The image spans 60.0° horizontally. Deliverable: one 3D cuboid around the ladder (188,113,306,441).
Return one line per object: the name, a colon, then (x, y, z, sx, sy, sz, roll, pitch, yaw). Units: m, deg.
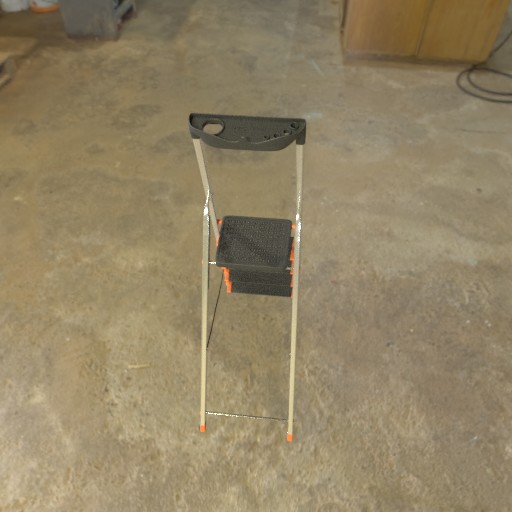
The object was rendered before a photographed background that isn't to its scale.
ladder: (0.000, 0.000, 2.035, 0.480, 1.646, 0.995, 4, 46, 4)
